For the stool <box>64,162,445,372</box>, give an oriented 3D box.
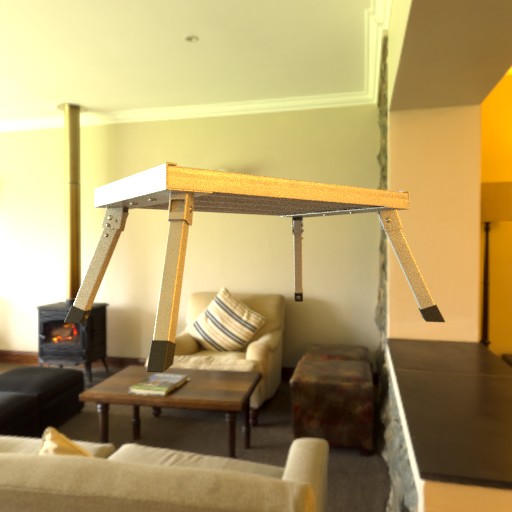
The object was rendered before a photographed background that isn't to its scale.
[{"bbox_3d":[0.000,0.000,0.753,0.535,0.225,0.385,-1,2,-36],"label":"stool"}]
